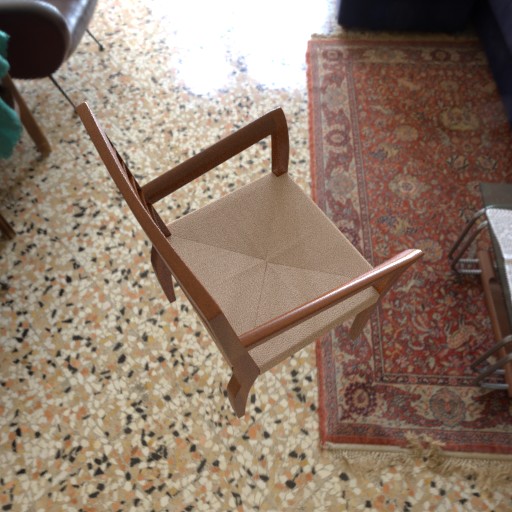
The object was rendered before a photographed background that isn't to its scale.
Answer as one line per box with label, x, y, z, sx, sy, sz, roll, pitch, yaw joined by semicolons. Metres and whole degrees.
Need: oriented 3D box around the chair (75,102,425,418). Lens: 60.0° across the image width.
chair;0.000;0.000;1.209;0.540;0.855;0.587;-29;63;-16
